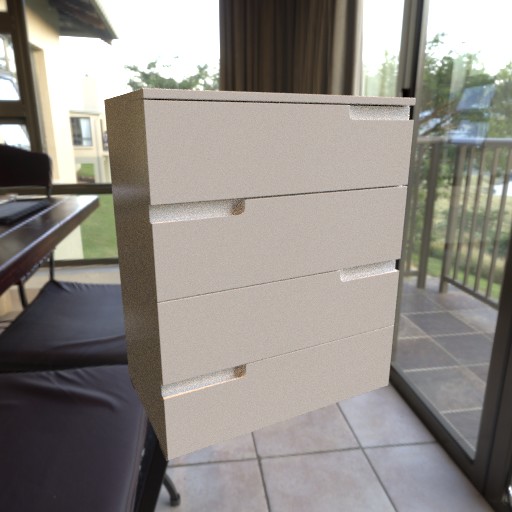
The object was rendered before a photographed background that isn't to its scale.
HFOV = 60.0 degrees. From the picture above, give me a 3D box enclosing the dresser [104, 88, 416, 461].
[{"bbox_3d":[0.000,0.000,1.195,0.650,0.800,0.400,-8,18,-26],"label":"dresser"}]
